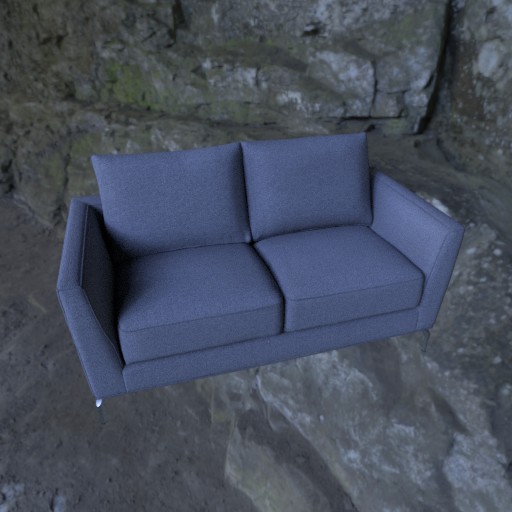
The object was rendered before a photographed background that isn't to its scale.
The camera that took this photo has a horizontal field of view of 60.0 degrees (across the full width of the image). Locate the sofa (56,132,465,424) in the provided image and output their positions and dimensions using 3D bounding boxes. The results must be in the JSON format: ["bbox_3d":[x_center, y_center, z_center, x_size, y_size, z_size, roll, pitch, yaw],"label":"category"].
[{"bbox_3d":[0.000,0.000,2.071,1.594,0.924,0.803,-9,32,-14],"label":"sofa"}]
